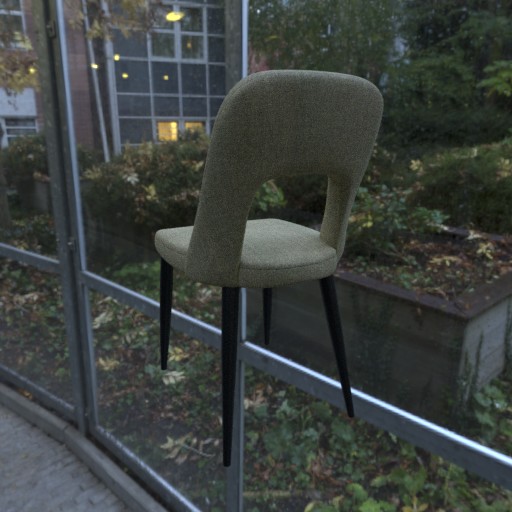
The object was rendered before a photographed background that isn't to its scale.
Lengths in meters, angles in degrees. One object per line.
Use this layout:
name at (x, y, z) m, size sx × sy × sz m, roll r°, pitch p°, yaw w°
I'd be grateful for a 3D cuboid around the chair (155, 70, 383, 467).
chair at (0.000, 0.000, 1.278) m, size 0.470 × 0.931 × 0.612 m, roll -8°, pitch 17°, yaw -27°
